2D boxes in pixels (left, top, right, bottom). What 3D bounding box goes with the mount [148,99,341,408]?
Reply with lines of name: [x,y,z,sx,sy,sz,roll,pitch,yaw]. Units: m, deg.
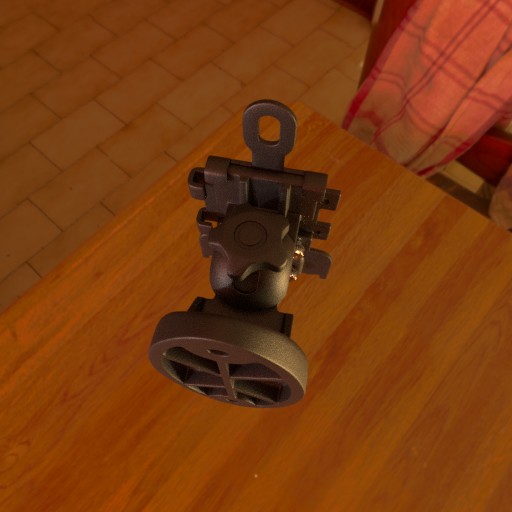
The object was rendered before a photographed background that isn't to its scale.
mount: [0.000,0.000,0.174,0.066,0.118,0.100,10,64,5]
